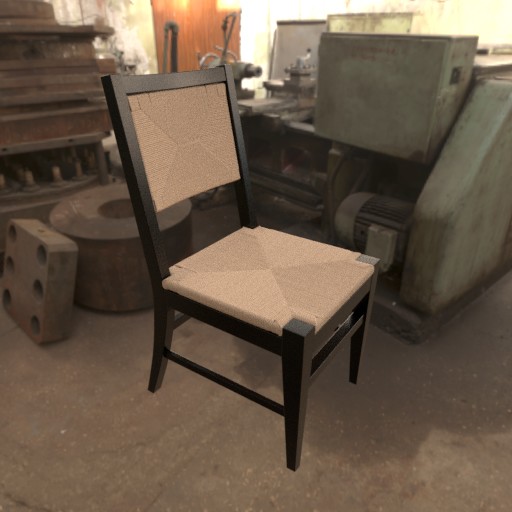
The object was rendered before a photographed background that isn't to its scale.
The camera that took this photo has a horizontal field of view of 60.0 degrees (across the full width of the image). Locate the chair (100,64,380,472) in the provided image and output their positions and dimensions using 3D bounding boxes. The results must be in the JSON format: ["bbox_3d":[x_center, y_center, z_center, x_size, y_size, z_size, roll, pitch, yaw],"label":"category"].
[{"bbox_3d":[0.000,0.000,1.210,0.552,0.927,0.437,17,32,31],"label":"chair"}]
